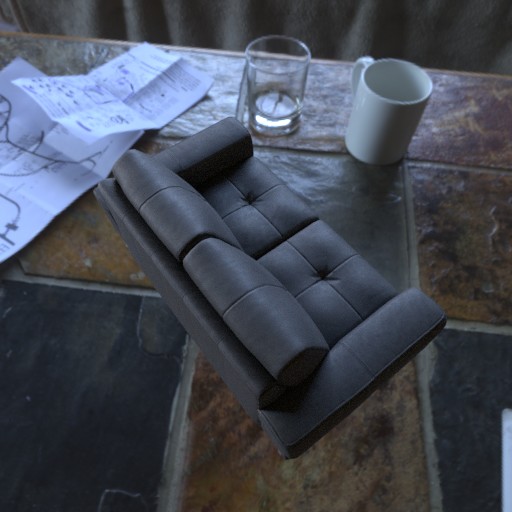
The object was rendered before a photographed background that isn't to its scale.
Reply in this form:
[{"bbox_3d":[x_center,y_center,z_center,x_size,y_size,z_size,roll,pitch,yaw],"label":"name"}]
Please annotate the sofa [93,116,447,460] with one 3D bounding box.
[{"bbox_3d":[0.000,0.000,2.391,1.018,0.907,1.806,-33,64,-19],"label":"sofa"}]
